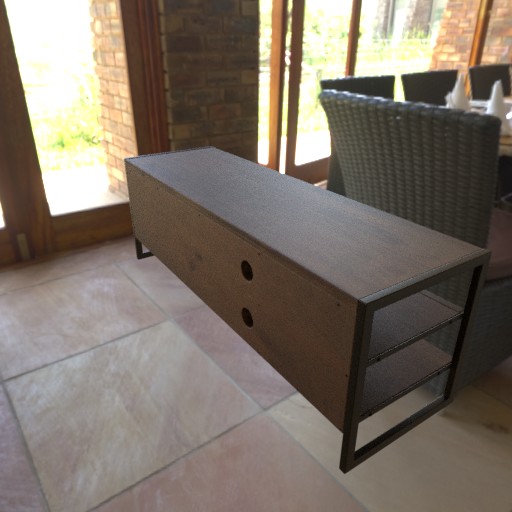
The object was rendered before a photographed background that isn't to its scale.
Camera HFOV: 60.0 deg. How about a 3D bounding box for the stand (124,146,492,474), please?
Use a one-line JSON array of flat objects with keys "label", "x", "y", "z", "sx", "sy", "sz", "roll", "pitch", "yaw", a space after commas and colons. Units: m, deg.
[{"label": "stand", "x": 0.000, "y": 0.000, "z": 1.673, "sx": 0.454, "sy": 0.506, "sz": 1.480, "roll": -16, "pitch": 30, "yaw": -30}]
